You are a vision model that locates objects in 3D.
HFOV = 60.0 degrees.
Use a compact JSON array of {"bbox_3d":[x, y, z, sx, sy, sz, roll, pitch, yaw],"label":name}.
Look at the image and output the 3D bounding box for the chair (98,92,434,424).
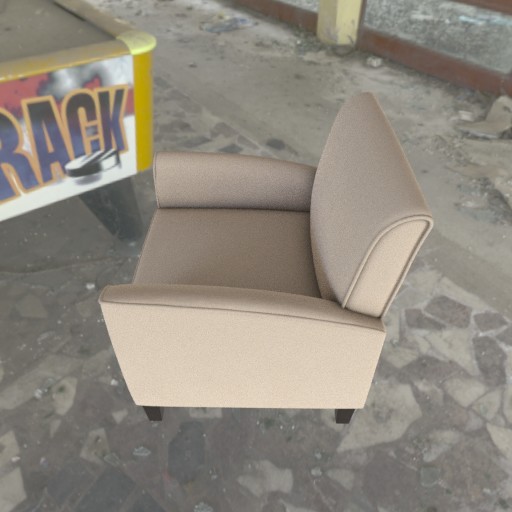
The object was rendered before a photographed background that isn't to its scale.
[{"bbox_3d":[0.000,0.000,1.551,0.820,0.915,0.820,1,41,1],"label":"chair"}]
